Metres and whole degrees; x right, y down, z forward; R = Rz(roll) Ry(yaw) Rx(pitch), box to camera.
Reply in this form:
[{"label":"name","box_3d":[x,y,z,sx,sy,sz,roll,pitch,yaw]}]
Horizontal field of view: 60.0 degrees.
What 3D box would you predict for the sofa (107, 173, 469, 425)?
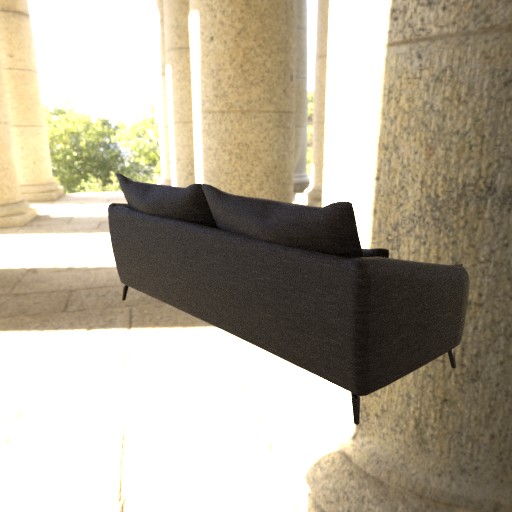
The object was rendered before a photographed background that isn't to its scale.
[{"label":"sofa","box_3d":[0.000,0.000,2.440,0.807,0.843,2.019,-14,20,-42]}]
